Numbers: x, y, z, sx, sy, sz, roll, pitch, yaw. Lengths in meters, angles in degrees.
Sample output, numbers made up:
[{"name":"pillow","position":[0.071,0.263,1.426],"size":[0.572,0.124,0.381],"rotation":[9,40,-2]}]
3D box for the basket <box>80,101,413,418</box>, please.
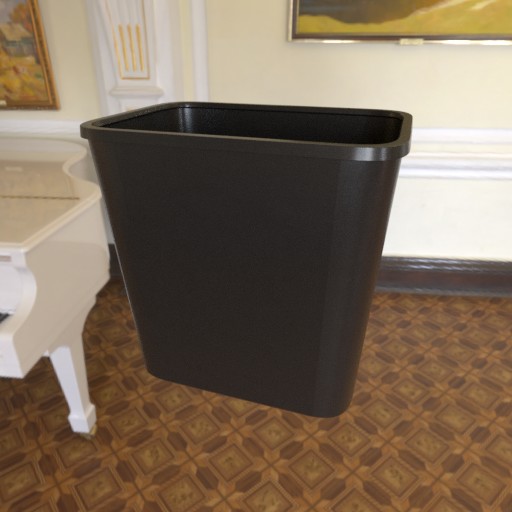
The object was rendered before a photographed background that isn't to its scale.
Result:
[{"name":"basket","position":[0.000,0.000,0.511],"size":[0.300,0.307,0.211],"rotation":[8,27,17]}]
